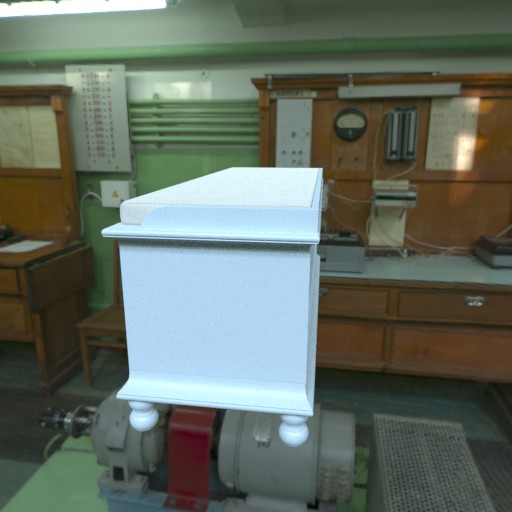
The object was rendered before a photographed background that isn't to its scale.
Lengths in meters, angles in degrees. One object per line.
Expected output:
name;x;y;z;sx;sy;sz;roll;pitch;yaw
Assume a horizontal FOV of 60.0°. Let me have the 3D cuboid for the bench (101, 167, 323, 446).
bench;0.000;0.000;1.409;0.402;0.486;1.185;2;15;8
